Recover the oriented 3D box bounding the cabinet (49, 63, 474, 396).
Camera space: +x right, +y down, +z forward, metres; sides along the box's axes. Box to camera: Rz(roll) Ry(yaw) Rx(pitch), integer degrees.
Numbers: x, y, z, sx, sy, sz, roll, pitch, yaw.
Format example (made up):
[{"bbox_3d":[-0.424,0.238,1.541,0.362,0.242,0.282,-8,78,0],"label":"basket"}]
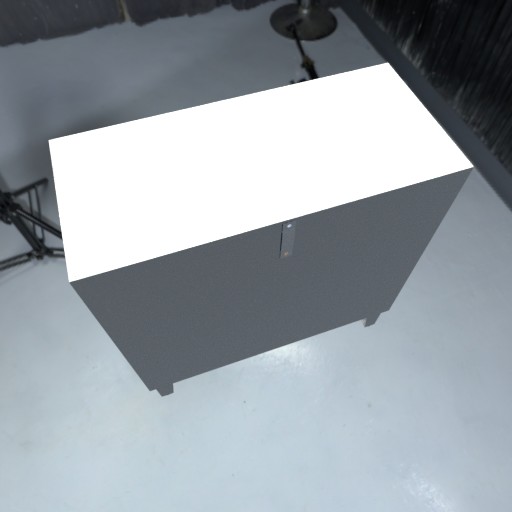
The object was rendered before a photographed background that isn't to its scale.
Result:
[{"bbox_3d":[0.000,0.000,1.225,0.781,0.787,0.370,-17,59,-10],"label":"cabinet"}]
